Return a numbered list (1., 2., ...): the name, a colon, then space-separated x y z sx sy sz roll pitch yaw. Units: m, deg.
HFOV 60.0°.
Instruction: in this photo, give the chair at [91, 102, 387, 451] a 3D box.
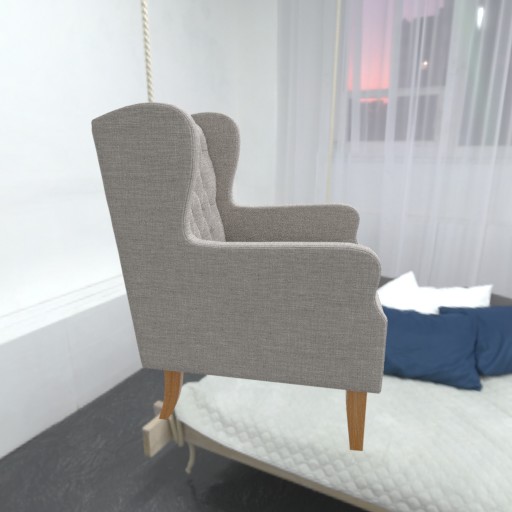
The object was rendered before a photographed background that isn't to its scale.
1. chair: 0.000 0.000 1.463 0.760 0.930 0.710 2 16 8
